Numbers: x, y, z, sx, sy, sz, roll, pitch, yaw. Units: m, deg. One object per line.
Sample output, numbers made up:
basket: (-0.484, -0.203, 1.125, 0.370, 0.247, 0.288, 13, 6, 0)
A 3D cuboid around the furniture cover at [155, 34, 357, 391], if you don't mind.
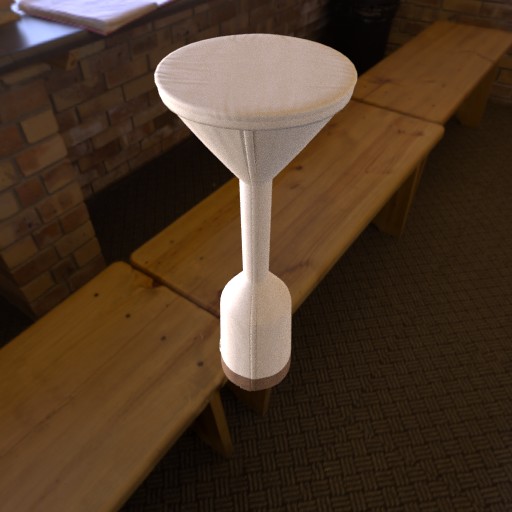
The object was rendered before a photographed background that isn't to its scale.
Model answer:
furniture cover: (0.000, 0.000, 2.864, 0.914, 2.413, 0.914, 3, 45, 3)
